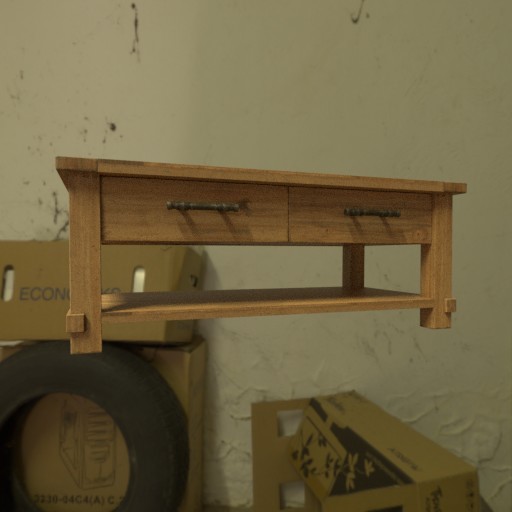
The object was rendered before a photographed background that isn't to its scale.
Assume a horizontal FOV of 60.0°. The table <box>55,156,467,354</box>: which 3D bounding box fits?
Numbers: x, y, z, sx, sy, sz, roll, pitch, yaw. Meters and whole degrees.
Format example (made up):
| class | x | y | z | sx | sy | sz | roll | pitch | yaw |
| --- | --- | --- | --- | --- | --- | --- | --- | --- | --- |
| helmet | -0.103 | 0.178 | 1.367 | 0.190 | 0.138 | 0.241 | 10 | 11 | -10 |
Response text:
| class | x | y | z | sx | sy | sz | roll | pitch | yaw |
| --- | --- | --- | --- | --- | --- | --- | --- | --- | --- |
| table | 0.000 | 0.000 | 1.608 | 1.270 | 0.494 | 0.693 | 0 | 0 | -19 |
